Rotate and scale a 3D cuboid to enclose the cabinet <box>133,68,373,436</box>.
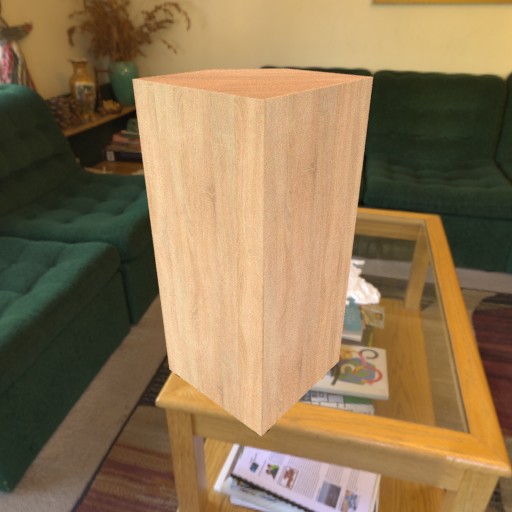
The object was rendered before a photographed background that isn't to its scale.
[{"bbox_3d":[0.000,0.000,2.860,1.327,2.120,1.094,-2,29,-3],"label":"cabinet"}]
